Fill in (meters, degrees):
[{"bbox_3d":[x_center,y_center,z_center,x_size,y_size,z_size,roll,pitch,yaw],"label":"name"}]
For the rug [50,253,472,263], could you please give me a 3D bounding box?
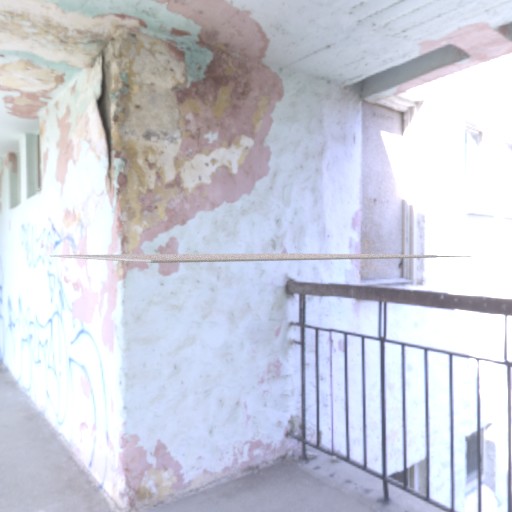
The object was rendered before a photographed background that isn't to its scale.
[{"bbox_3d":[0.000,0.000,4.087,3.050,0.015,2.441,-1,1,-36],"label":"rug"}]
